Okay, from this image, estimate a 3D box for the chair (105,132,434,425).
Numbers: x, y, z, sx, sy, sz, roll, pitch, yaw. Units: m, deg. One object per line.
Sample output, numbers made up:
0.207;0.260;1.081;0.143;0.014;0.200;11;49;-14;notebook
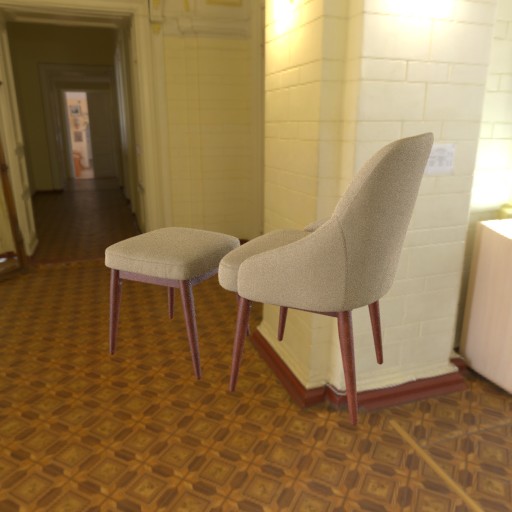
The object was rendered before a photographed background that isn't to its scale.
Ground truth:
0.000;0.000;1.602;1.114;0.866;0.584;8;18;25;chair
